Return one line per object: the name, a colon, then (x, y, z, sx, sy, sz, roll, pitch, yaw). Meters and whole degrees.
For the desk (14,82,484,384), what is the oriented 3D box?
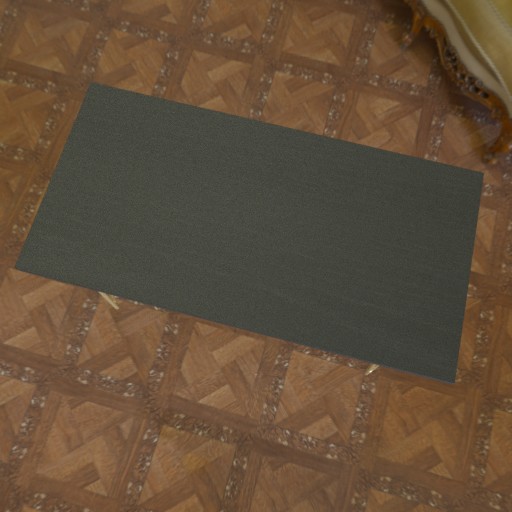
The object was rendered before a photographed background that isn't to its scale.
desk: (0.000, 0.000, 1.342, 0.991, 0.660, 0.499, 14, 75, 4)
